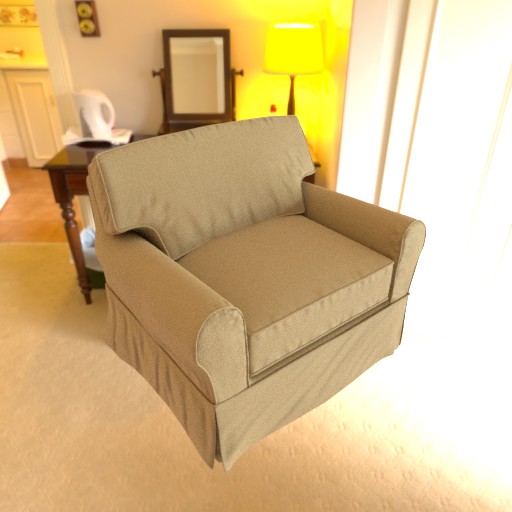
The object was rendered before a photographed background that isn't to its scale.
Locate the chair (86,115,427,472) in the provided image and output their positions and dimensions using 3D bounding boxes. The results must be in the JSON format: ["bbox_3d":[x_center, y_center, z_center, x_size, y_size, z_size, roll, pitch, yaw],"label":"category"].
[{"bbox_3d":[0.000,0.000,1.804,1.096,0.937,0.903,-21,36,-32],"label":"chair"}]
